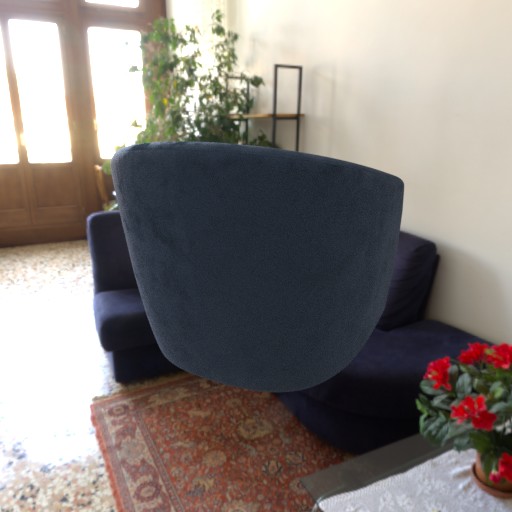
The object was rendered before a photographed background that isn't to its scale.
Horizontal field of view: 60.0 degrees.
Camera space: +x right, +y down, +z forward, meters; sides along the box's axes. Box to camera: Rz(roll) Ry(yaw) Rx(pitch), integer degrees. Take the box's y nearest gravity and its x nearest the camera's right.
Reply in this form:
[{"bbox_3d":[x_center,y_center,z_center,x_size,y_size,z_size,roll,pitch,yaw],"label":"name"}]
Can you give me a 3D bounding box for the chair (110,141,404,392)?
[{"bbox_3d":[0.000,0.000,1.364,0.773,0.698,0.767,8,18,26],"label":"chair"}]
